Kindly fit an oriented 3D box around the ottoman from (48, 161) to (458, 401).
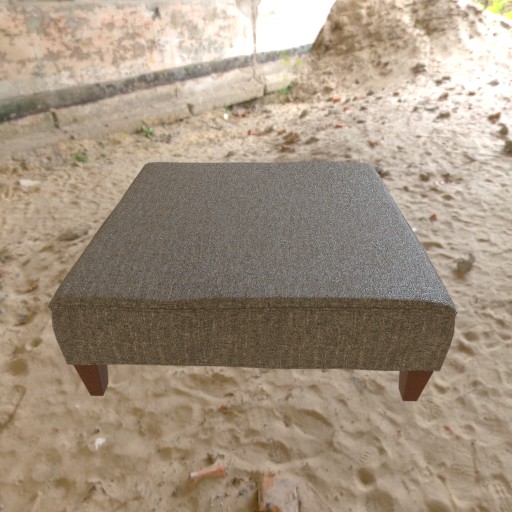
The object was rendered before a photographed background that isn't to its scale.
[{"bbox_3d":[0.000,0.000,1.530,0.981,0.379,1.016,1,31,1],"label":"ottoman"}]
